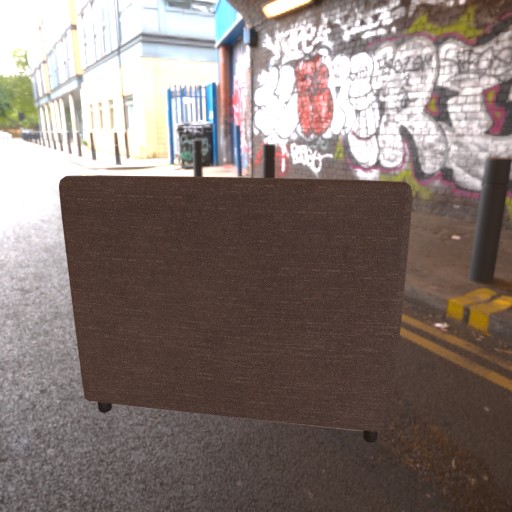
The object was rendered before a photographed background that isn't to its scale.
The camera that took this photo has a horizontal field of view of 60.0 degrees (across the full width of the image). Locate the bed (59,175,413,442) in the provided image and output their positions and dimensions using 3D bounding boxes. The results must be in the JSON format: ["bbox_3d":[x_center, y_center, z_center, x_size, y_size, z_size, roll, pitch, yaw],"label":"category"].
[{"bbox_3d":[0.000,0.000,3.172,1.723,1.330,2.142,3,16,9],"label":"bed"}]
